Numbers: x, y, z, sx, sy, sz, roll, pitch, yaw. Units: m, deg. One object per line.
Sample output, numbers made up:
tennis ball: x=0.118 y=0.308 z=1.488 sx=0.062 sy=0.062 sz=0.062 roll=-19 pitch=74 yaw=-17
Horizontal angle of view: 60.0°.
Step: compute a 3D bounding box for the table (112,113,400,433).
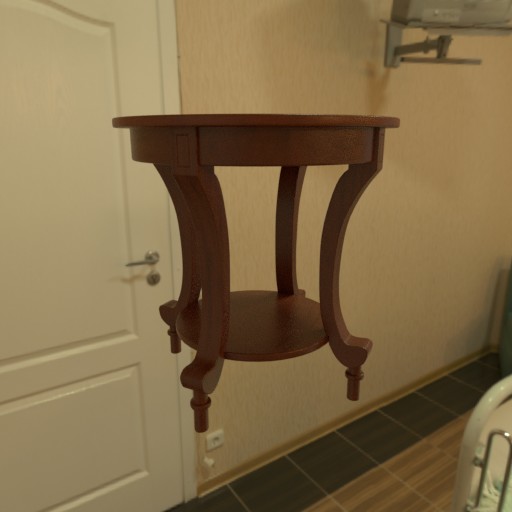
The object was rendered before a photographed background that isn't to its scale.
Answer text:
table: x=0.000 y=0.000 z=1.041 sx=0.597 sy=0.612 sz=0.597 roll=0 pitch=15 yaw=0
